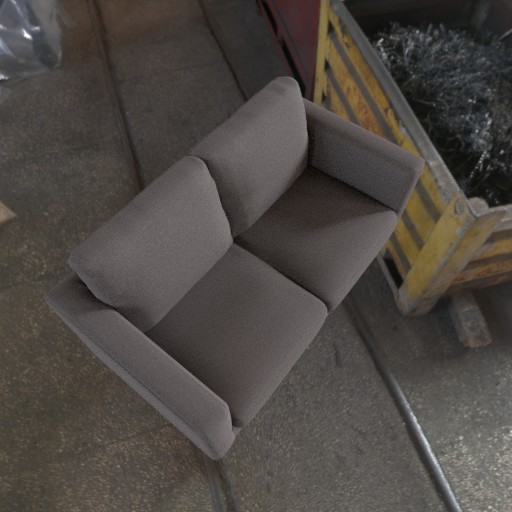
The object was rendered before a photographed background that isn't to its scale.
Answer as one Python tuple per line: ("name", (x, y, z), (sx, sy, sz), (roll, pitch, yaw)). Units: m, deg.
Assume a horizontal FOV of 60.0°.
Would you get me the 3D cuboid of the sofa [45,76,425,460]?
("sofa", (0.000, 0.000, 1.914), (0.796, 0.908, 1.430), (34, 65, 19))
